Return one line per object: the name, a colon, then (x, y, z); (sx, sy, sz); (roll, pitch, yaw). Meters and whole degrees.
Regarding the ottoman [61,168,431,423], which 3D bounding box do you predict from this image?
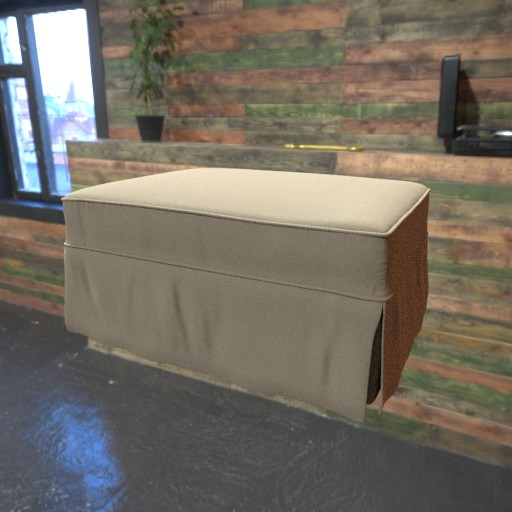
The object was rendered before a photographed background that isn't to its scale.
ottoman: (0.000, 0.000, 1.341); (0.959, 0.482, 0.721); (9, 19, 26)
